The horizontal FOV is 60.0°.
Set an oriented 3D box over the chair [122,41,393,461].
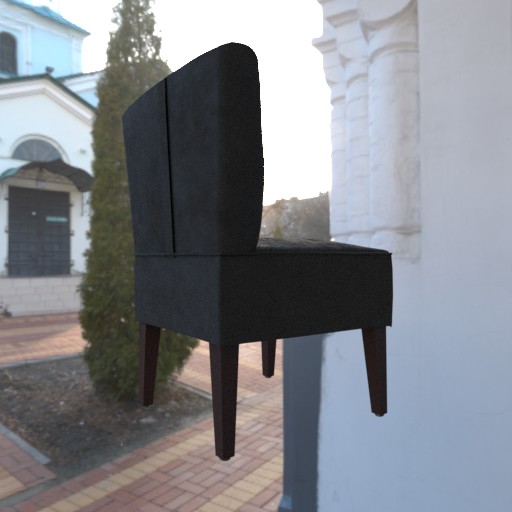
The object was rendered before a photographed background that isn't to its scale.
[{"bbox_3d":[0.000,0.000,1.160,0.554,0.806,0.521,0,0,-37],"label":"chair"}]
